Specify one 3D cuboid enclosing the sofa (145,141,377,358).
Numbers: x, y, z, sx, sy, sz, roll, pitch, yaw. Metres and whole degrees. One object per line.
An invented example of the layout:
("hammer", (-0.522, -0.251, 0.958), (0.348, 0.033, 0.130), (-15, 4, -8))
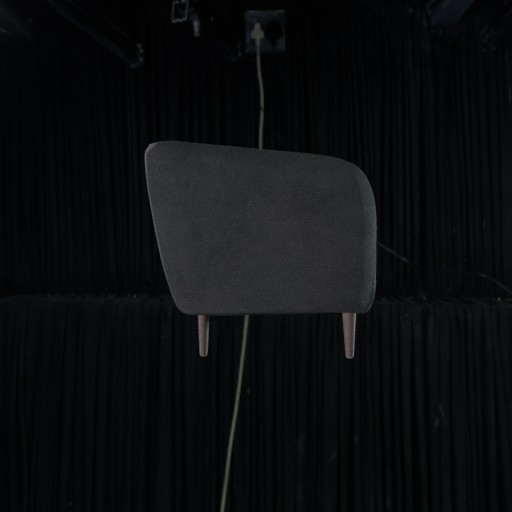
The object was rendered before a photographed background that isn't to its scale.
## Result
("sofa", (0.000, 0.000, 2.711), (0.956, 0.875, 2.296), (0, -2, -1))
